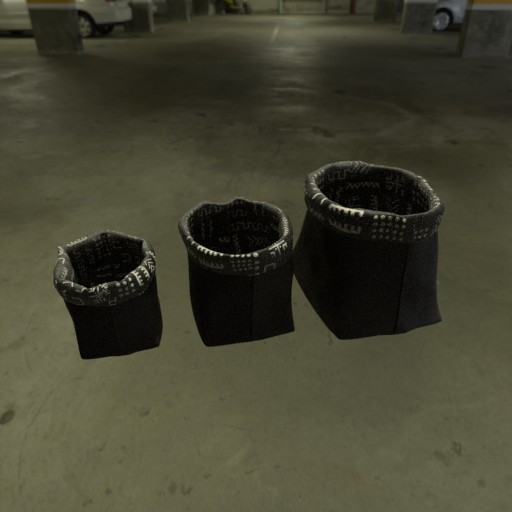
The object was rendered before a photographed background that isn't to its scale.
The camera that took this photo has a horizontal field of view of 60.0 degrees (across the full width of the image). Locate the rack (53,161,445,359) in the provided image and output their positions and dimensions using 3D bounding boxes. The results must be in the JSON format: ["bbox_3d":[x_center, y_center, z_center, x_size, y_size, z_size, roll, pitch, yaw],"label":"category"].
[{"bbox_3d":[0.000,0.000,1.073,0.905,0.323,0.379,-7,32,-12],"label":"rack"}]
